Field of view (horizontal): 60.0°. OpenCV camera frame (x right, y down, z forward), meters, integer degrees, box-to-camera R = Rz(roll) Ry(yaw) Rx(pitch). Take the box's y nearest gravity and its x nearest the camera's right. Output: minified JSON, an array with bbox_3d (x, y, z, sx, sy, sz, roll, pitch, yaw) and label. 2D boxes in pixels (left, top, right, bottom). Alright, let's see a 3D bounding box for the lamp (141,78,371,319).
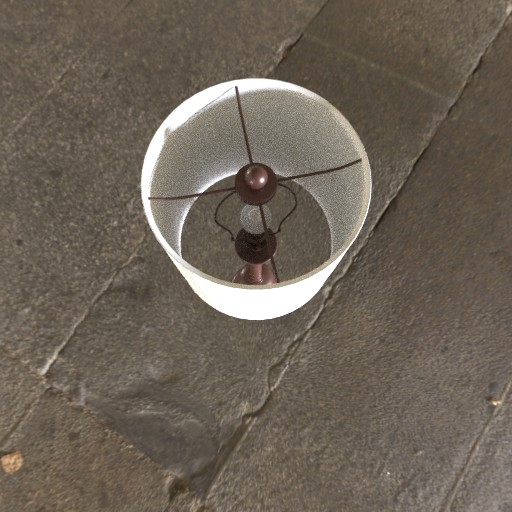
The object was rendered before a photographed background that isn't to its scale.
[{"bbox_3d":[0.000,0.000,0.808,0.254,0.690,0.254,-11,75,-3],"label":"lamp"}]
